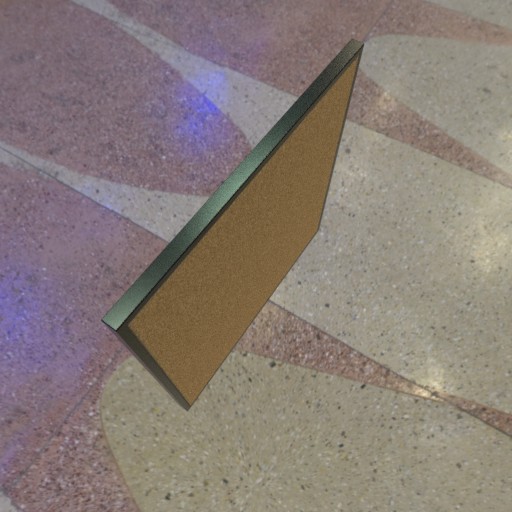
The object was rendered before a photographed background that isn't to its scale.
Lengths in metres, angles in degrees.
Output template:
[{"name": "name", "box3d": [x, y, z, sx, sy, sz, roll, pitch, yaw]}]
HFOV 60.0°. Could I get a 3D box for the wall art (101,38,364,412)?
[{"name": "wall art", "box3d": [0.000, 0.000, 0.518, 0.014, 0.349, 0.349, 31, 67, 15]}]
